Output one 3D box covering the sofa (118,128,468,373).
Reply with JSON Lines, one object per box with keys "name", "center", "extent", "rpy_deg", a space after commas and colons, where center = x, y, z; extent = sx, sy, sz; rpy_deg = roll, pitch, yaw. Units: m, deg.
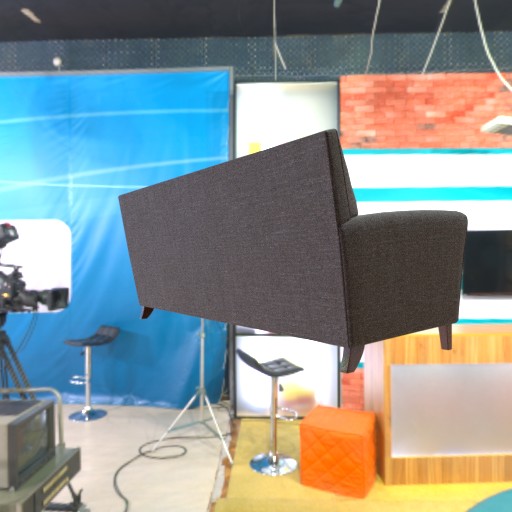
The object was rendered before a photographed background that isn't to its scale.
{"name": "sofa", "center": [0.000, 0.000, 2.476], "extent": [0.875, 0.846, 1.976], "rpy_deg": [0, -1, -37]}
